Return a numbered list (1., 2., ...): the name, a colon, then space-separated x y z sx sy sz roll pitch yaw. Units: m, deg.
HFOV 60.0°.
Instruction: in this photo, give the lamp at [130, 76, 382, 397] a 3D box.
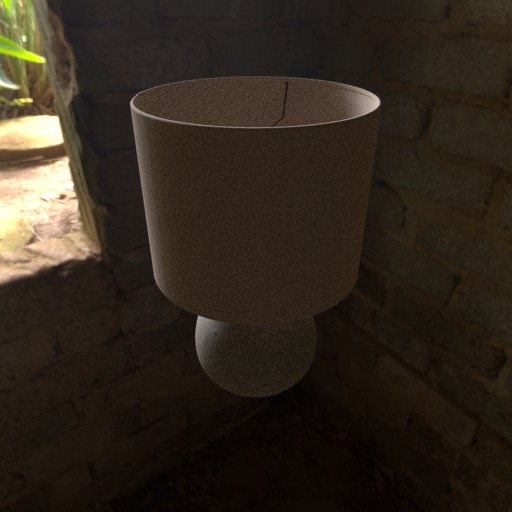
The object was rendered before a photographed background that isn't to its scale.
1. lamp: 0.000 0.000 0.591 0.269 0.409 0.269 10 32 16
